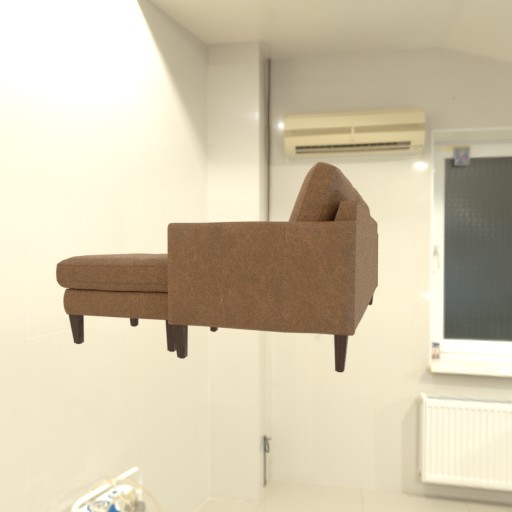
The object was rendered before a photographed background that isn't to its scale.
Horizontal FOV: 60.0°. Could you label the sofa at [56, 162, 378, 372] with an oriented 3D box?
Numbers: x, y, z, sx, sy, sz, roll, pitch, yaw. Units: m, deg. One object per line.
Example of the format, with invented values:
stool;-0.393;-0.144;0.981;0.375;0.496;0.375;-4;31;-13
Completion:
sofa;0.000;0.000;2.984;1.506;0.876;2.178;1;2;18
